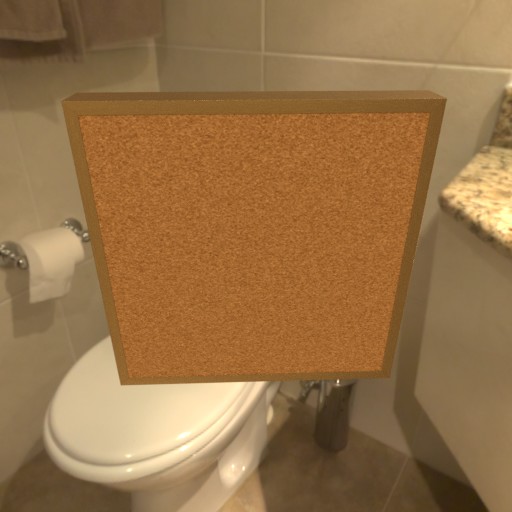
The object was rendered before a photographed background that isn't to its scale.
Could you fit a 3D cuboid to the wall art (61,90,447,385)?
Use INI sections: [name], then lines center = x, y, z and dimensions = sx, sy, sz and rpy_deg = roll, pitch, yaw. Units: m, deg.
[wall art]
center = 0.000, 0.000, 0.441
dimensions = 0.304, 0.305, 0.038
rpy_deg = -1, 30, -2
